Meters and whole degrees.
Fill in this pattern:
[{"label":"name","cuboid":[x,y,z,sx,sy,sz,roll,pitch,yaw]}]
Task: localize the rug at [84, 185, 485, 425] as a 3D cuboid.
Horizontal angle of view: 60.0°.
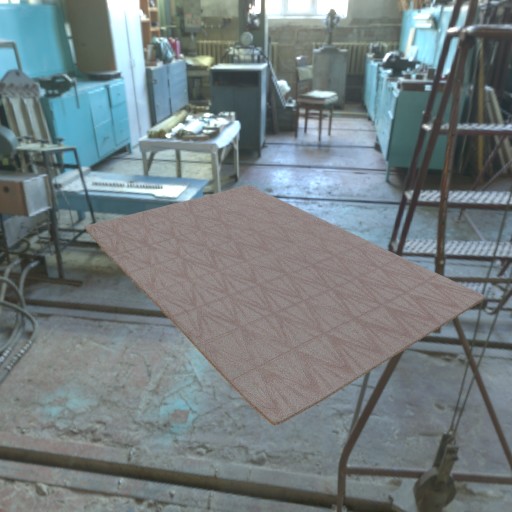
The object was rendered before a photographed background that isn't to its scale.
[{"label":"rug","cuboid":[0.000,0.000,2.317,1.230,0.025,1.837,-20,34,-31]}]
